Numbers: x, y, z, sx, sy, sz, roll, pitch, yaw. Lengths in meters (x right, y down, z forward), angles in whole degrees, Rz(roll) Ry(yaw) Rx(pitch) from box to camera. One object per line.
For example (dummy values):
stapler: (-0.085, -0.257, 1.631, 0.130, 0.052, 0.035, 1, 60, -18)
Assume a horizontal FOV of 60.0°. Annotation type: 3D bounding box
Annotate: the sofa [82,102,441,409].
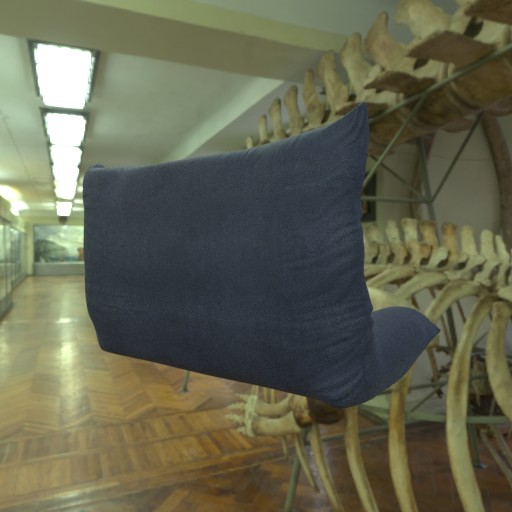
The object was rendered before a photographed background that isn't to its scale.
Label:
sofa: (0.000, 0.000, 1.660, 1.122, 0.778, 0.849, 1, 1, 36)
